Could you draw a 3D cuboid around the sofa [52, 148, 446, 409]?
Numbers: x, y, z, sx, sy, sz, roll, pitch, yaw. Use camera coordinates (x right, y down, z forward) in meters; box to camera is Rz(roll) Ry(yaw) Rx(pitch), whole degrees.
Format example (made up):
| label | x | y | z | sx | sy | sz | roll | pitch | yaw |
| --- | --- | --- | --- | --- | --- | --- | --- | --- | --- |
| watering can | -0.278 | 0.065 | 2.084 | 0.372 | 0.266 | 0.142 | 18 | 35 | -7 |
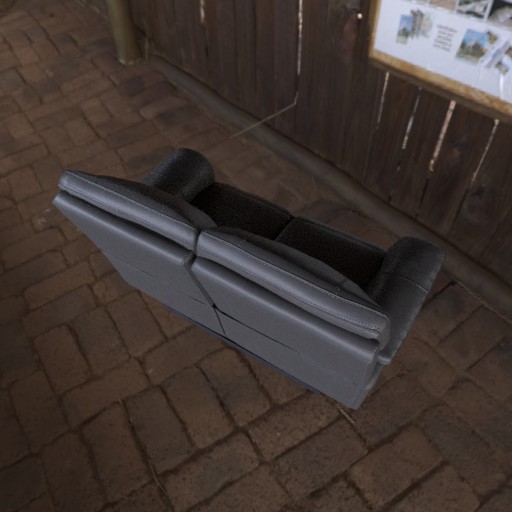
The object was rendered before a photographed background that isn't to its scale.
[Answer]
| label | x | y | z | sx | sy | sz | roll | pitch | yaw |
| --- | --- | --- | --- | --- | --- | --- | --- | --- | --- |
| sofa | 0.000 | 0.000 | 2.430 | 1.765 | 1.111 | 1.104 | 25 | 52 | 21 |
